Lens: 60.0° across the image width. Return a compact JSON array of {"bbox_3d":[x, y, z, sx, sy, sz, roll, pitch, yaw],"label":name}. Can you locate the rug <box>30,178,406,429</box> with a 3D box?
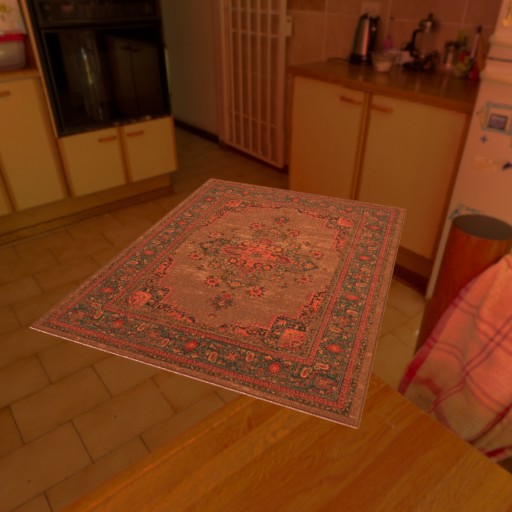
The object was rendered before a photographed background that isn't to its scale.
[{"bbox_3d":[0.000,0.000,4.118,2.434,0.013,3.057,12,34,18],"label":"rug"}]
